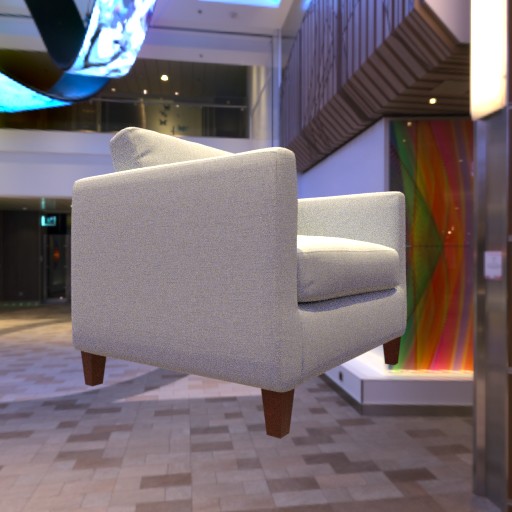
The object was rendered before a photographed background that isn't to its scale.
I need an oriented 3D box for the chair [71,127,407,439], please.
[{"bbox_3d":[0.000,0.000,1.813,0.953,0.961,1.107,0,0,35],"label":"chair"}]
